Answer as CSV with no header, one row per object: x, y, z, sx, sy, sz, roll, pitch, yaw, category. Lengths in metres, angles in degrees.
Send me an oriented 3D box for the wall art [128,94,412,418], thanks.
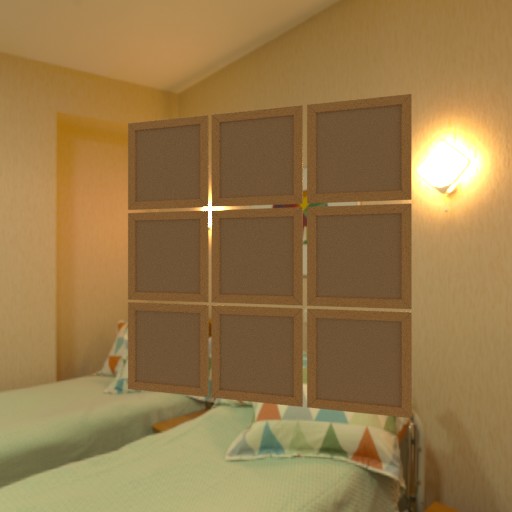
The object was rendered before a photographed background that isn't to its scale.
0.000,0.000,2.294,1.519,1.507,0.014,0,0,17,wall art
